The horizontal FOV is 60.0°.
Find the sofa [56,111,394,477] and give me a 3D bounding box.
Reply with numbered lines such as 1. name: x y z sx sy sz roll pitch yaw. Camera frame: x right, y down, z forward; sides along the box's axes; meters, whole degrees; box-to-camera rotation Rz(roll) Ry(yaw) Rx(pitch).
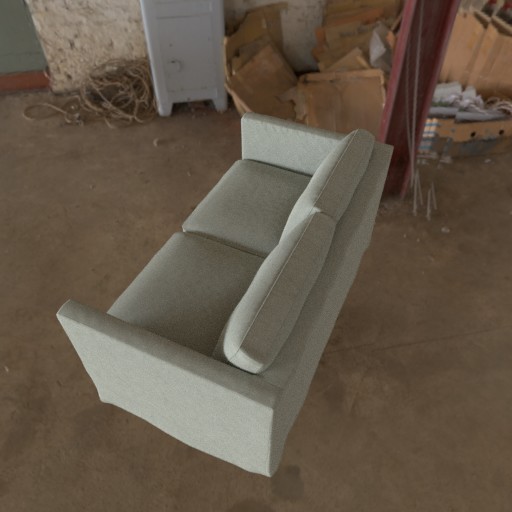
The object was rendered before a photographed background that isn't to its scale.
1. sofa: 0.000 0.000 2.290 0.944 0.830 1.727 19 50 17
